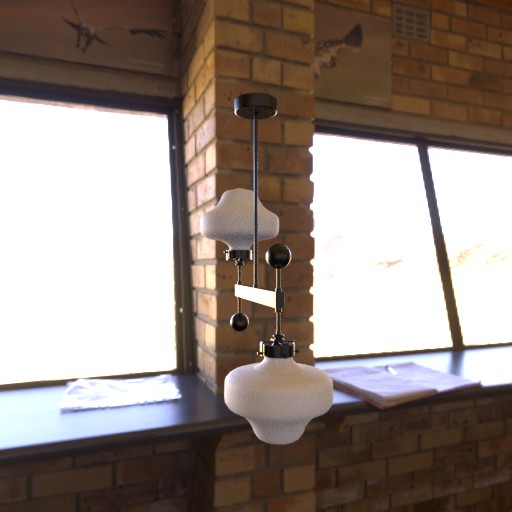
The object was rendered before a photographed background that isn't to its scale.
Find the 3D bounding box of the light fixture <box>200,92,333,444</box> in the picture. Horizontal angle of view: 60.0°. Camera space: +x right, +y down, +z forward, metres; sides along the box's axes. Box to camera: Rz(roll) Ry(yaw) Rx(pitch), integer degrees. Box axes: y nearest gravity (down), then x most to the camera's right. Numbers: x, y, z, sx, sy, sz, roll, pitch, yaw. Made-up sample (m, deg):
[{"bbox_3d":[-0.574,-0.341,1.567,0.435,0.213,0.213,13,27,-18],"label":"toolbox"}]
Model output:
[{"bbox_3d":[0.000,0.000,1.052,0.489,0.743,0.422,-1,-2,38],"label":"light fixture"}]
